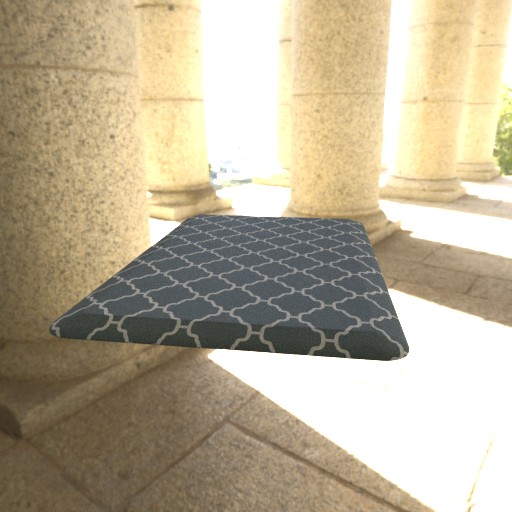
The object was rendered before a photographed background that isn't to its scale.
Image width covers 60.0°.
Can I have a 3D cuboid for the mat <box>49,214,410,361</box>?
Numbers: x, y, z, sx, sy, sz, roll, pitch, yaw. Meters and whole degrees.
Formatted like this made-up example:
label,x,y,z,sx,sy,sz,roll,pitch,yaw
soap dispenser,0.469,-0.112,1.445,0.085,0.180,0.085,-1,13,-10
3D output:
label,x,y,z,sx,sy,sz,roll,pitch,yaw
mat,0.000,0.000,0.942,0.508,0.021,0.762,2,18,8
